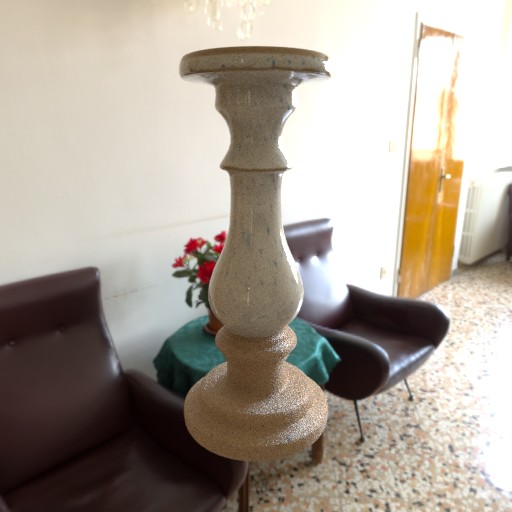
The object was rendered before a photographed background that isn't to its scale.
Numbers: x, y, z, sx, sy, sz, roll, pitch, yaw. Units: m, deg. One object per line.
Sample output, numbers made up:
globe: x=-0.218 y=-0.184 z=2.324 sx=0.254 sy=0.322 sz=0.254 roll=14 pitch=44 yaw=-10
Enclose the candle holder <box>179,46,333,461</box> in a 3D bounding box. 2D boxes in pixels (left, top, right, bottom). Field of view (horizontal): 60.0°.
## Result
candle holder: x=0.000 y=0.000 z=0.247 sx=0.088 sy=0.203 sz=0.088 roll=0 pitch=16 yaw=0
